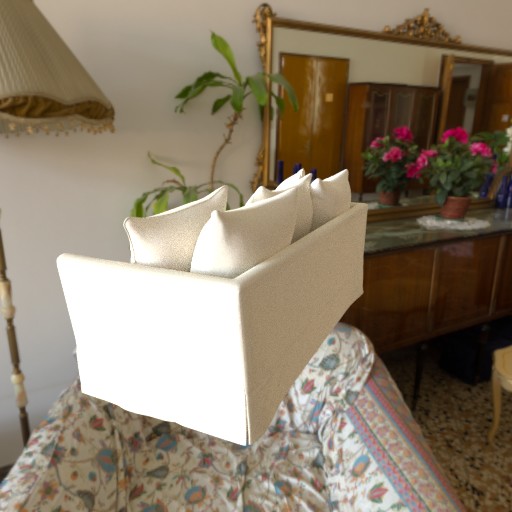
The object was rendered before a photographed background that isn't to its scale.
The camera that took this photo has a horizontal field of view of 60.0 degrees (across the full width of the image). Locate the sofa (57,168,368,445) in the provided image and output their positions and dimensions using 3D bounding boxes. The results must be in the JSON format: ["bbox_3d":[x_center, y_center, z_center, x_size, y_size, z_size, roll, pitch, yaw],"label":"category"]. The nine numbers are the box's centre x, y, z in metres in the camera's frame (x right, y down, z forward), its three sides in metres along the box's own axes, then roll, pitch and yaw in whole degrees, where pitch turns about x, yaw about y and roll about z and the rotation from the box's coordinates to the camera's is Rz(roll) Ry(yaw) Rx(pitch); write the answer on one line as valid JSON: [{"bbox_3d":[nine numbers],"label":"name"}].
[{"bbox_3d":[0.000,0.000,2.905,1.031,1.034,2.290,7,17,24],"label":"sofa"}]
